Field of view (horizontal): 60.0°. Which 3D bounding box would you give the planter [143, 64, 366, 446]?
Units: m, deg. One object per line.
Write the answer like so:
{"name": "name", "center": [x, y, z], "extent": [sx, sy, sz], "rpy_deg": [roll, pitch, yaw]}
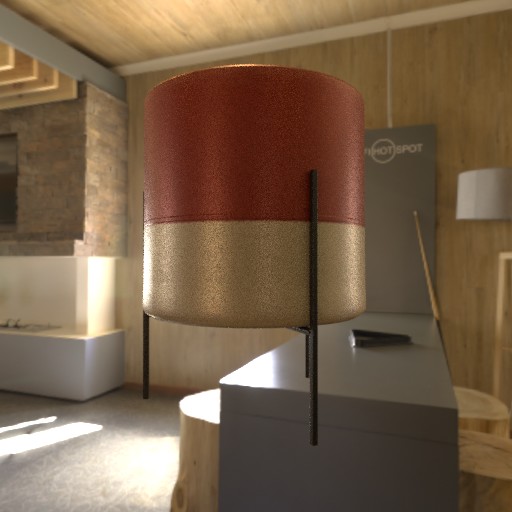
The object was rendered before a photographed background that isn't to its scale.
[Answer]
{"name": "planter", "center": [0.000, 0.000, 0.710], "extent": [0.345, 0.465, 0.354], "rpy_deg": [0, 0, 35]}
